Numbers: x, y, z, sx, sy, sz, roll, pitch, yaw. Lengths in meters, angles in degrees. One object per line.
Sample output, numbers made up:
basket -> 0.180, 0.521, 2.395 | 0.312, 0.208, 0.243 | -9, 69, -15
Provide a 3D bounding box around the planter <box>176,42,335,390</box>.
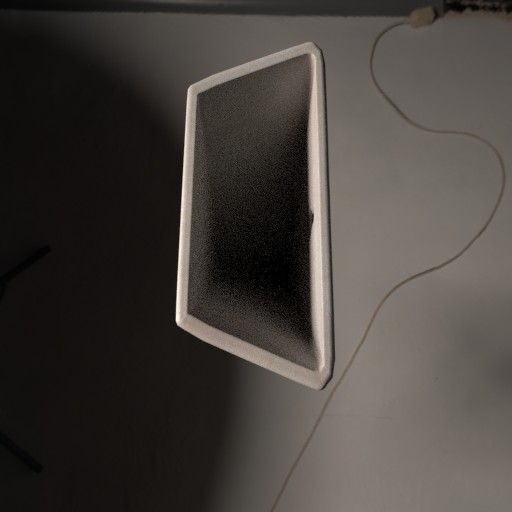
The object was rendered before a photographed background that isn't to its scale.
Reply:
planter -> 0.000, 0.000, 0.275 | 0.060, 0.197, 0.150 | 0, 76, 0
